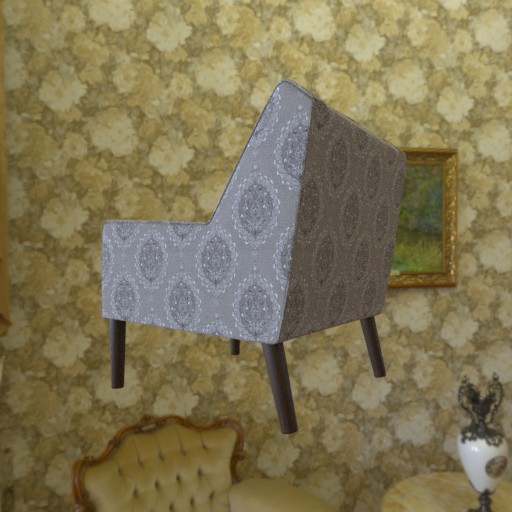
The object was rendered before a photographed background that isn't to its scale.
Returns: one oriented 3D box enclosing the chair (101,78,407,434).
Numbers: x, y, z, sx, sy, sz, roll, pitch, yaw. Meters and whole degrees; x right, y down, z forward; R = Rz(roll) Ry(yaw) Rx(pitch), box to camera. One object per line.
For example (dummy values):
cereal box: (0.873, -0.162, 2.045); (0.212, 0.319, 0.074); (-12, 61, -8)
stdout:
chair: (0.000, 0.000, 1.394); (0.750, 0.797, 0.665); (0, -1, 36)
